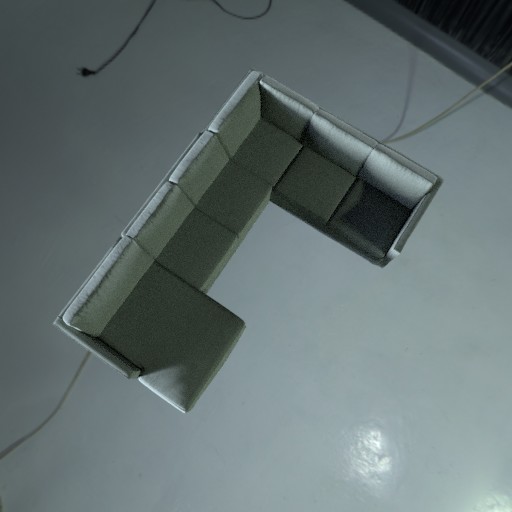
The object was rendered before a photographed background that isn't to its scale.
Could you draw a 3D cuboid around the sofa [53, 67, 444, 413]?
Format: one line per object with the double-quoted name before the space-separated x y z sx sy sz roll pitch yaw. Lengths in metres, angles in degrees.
"sofa" 0.000 0.000 4.642 2.440 0.869 3.434 33 79 8
